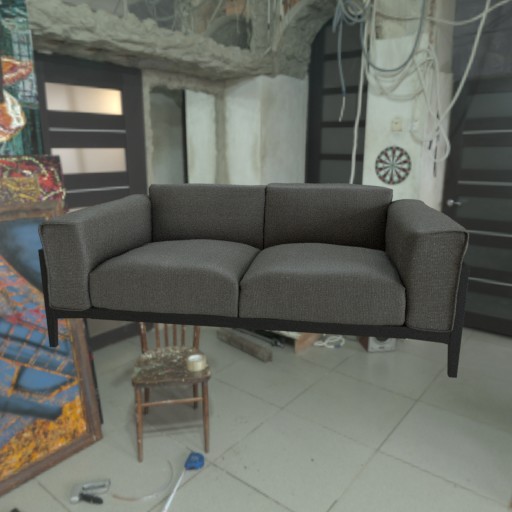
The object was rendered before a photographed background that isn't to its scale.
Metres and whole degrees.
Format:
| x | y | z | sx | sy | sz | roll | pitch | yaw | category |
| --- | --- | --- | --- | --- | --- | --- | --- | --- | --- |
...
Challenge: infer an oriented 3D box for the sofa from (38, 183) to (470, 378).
| x | y | z | sx | sy | sz | roll | pitch | yaw | category |
| --- | --- | --- | --- | --- | --- | --- | --- | --- | --- |
| 0.000 | 0.000 | 2.159 | 1.690 | 0.656 | 0.960 | 2 | 14 | 9 | sofa |
